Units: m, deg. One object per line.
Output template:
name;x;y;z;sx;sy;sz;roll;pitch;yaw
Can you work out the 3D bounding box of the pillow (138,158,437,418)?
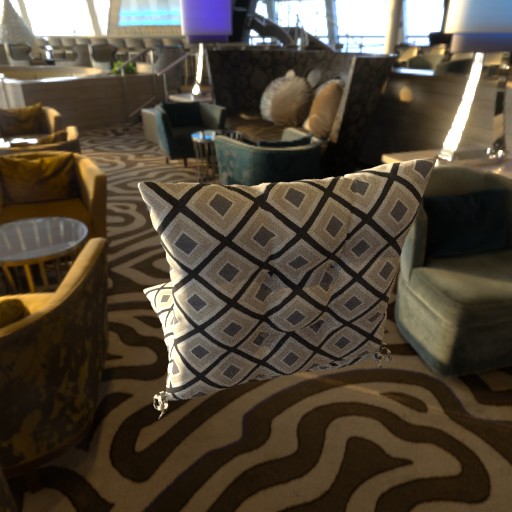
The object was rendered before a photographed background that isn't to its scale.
pillow;0.000;0.000;1.018;0.541;0.536;0.585;-8;27;-16
